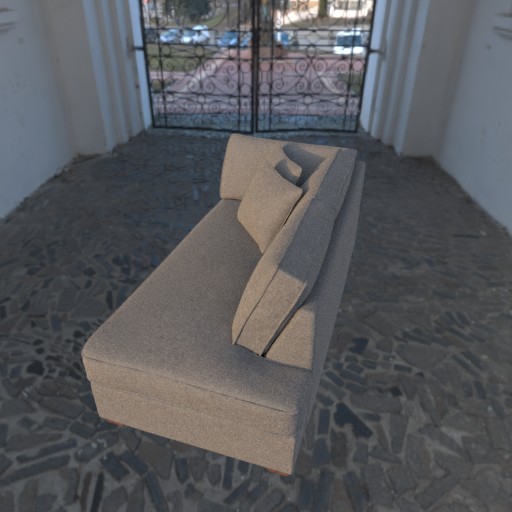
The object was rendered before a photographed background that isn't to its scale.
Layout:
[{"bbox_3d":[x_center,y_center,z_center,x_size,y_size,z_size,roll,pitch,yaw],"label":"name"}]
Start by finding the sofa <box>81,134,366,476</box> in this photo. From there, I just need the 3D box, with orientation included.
[{"bbox_3d":[0.000,0.000,2.841,1.110,1.033,2.237,10,33,15],"label":"sofa"}]
